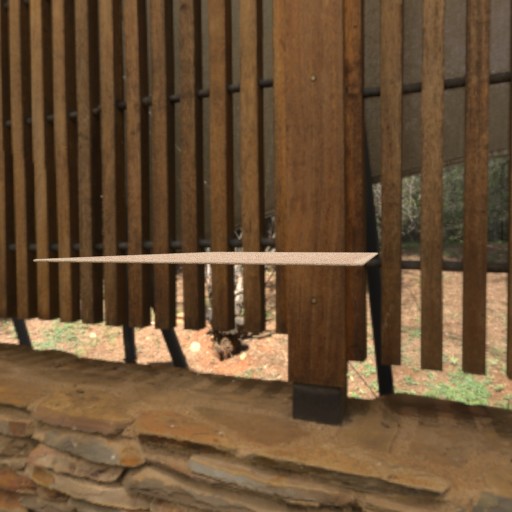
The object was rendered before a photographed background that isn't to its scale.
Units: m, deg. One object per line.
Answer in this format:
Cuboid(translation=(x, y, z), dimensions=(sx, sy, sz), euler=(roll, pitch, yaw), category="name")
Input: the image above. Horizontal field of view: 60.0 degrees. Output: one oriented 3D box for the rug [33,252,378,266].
Cuboid(translation=(0.000, 0.000, 2.377), dimensions=(1.219, 0.010, 1.829), euler=(0, 1, 17), category="rug")
